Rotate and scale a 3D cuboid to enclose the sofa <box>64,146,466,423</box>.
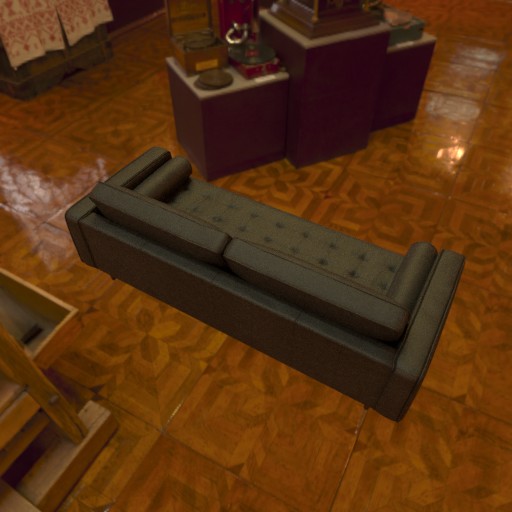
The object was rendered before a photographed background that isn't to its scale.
[{"bbox_3d":[0.000,0.000,2.675,2.210,0.762,0.914,23,50,21],"label":"sofa"}]
